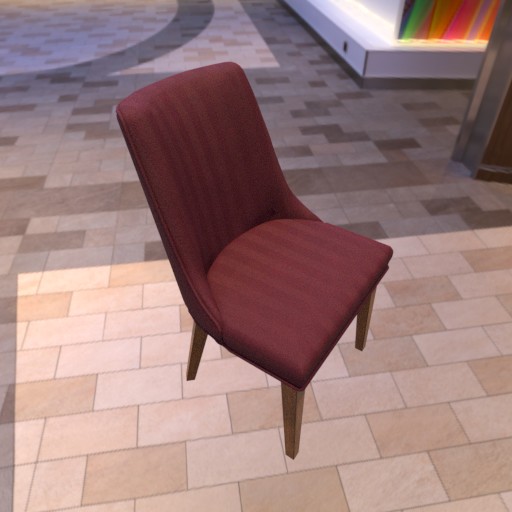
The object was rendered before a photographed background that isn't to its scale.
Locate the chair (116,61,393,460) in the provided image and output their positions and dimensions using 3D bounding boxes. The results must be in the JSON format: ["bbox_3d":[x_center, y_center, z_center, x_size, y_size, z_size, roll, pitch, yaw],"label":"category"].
[{"bbox_3d":[0.000,0.000,1.290,0.638,0.916,0.548,24,46,26],"label":"chair"}]
